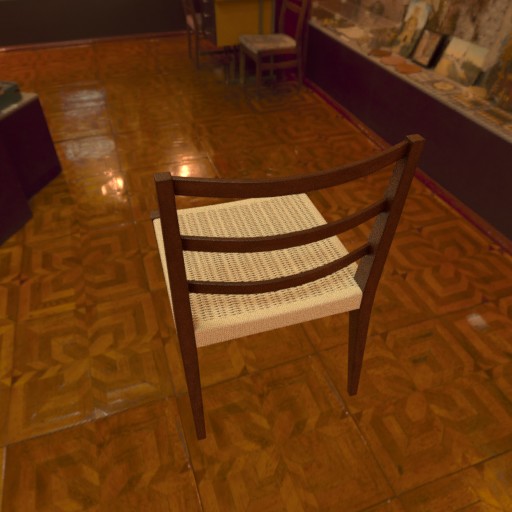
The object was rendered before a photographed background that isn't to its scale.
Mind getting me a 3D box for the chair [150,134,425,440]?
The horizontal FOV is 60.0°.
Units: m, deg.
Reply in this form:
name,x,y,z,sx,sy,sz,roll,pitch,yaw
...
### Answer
name,x,y,z,sx,sy,sz,roll,pitch,yaw
chair,0.000,0.000,1.155,0.480,0.813,0.551,-11,42,-13
